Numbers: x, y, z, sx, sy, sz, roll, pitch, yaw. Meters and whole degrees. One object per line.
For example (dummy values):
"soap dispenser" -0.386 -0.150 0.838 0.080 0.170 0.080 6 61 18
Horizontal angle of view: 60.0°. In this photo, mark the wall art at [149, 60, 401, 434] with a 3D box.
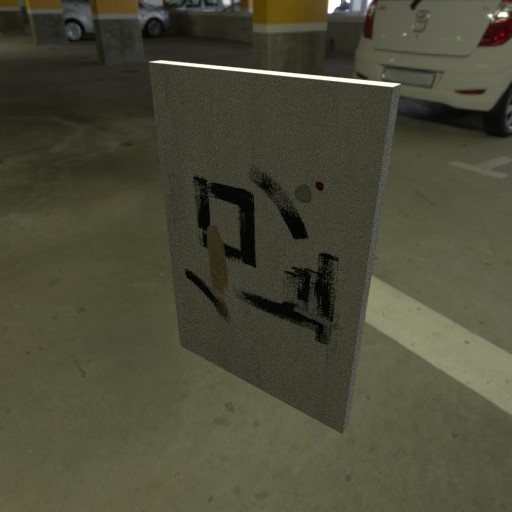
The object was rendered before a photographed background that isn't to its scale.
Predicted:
"wall art" 0.000 0.000 1.178 0.624 0.914 0.043 20 35 31
